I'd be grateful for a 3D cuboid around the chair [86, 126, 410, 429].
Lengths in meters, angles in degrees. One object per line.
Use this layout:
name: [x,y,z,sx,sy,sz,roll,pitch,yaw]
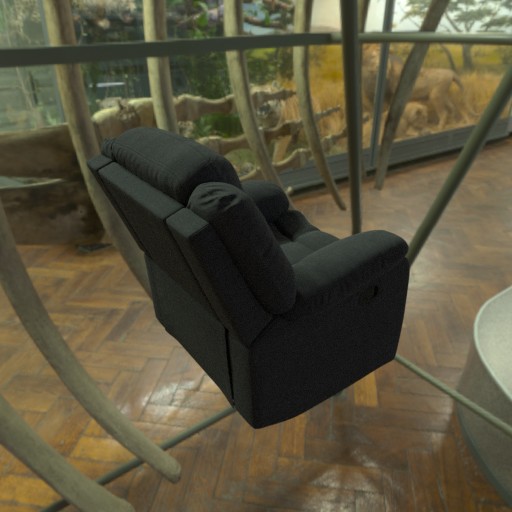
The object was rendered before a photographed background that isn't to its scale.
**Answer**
chair: [0.000,0.000,1.712,0.944,1.008,0.899,-18,33,-31]
